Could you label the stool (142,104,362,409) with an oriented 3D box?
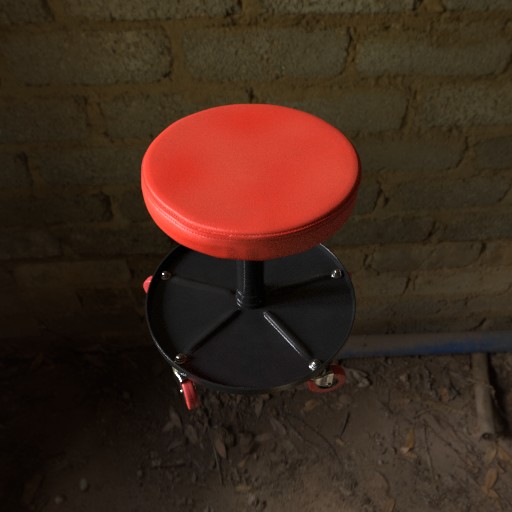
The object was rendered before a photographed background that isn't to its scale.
[{"bbox_3d":[0.000,0.000,0.679,0.382,0.365,0.381,-33,55,-27],"label":"stool"}]
